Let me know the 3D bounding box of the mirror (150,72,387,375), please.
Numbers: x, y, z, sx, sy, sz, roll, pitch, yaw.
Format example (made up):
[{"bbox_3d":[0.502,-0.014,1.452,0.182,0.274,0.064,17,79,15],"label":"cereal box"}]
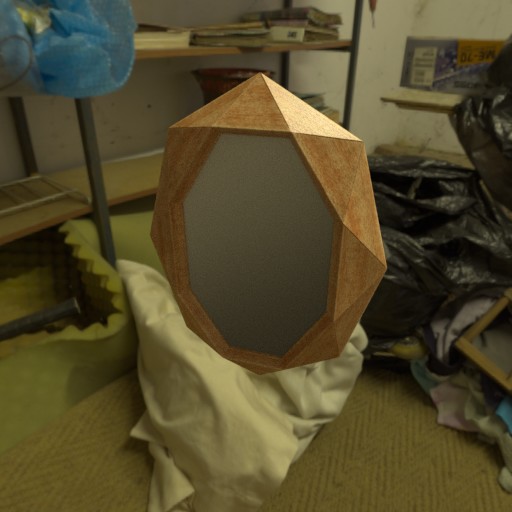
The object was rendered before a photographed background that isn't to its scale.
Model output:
[{"bbox_3d":[0.000,0.000,1.014,0.577,0.774,0.070,8,29,15],"label":"mirror"}]
